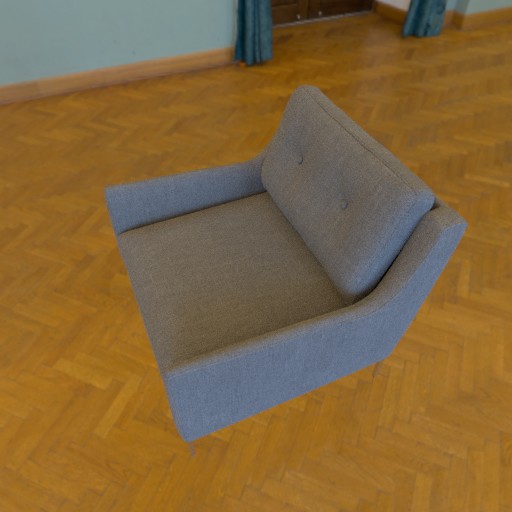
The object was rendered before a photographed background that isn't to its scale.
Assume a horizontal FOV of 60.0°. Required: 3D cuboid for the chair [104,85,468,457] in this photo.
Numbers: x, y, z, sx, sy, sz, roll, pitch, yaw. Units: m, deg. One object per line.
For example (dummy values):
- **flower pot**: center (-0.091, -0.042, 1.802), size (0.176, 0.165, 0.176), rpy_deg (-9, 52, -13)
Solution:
- **chair**: center (0.000, 0.000, 1.523), size (0.849, 0.828, 0.847), rpy_deg (-18, 49, -16)
